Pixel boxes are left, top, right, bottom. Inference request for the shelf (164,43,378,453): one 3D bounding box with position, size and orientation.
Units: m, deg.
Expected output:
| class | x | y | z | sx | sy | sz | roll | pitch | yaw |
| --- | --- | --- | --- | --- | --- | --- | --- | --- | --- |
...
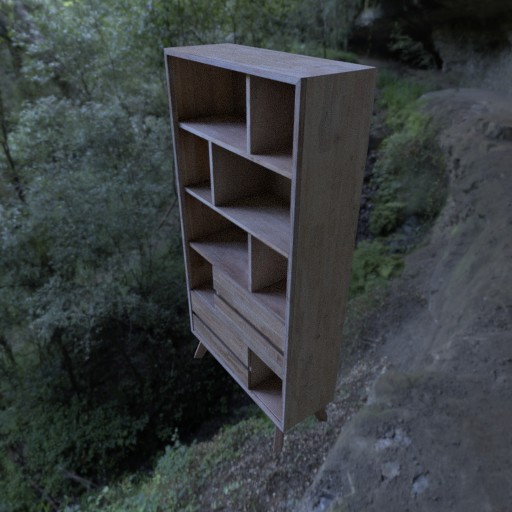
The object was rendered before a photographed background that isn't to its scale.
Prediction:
| class | x | y | z | sx | sy | sz | roll | pitch | yaw |
| --- | --- | --- | --- | --- | --- | --- | --- | --- | --- |
| shelf | 0.000 | 0.000 | 1.778 | 0.308 | 1.471 | 0.748 | -21 | 37 | -30 |
